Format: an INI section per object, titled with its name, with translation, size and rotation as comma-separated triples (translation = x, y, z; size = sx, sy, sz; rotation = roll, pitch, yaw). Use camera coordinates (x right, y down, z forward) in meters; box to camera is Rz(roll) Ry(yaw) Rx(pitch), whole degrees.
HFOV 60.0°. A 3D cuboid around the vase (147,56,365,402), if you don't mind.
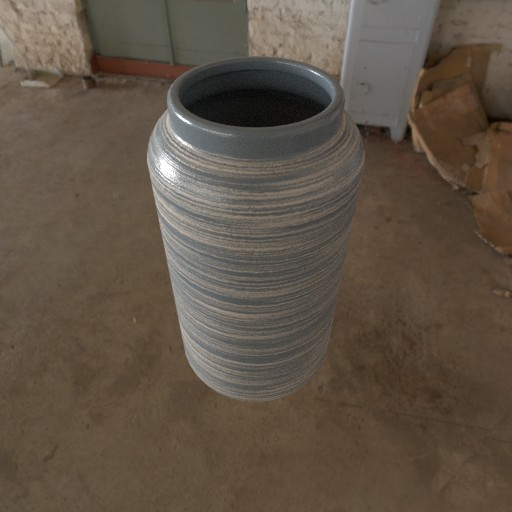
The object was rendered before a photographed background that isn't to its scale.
[vase]
translation = 0.000, 0.000, 0.297
size = 0.116, 0.230, 0.116
rotation = 0, 45, 0
